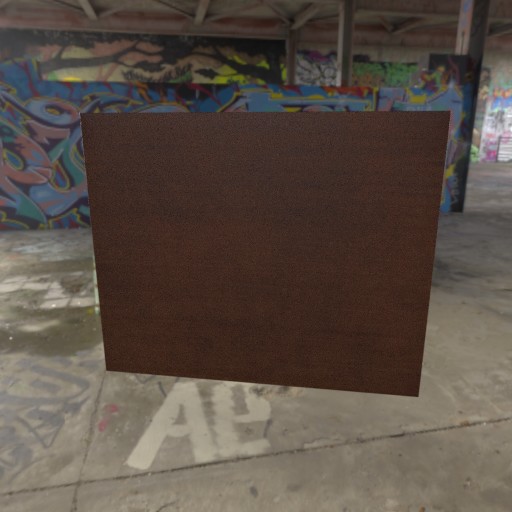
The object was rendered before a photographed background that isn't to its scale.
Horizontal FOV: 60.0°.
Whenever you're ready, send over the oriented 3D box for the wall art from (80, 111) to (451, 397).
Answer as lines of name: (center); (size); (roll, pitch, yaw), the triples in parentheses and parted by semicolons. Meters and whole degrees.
wall art: (0.000, 0.000, 0.533); (0.401, 0.328, 0.030); (2, 16, 8)
